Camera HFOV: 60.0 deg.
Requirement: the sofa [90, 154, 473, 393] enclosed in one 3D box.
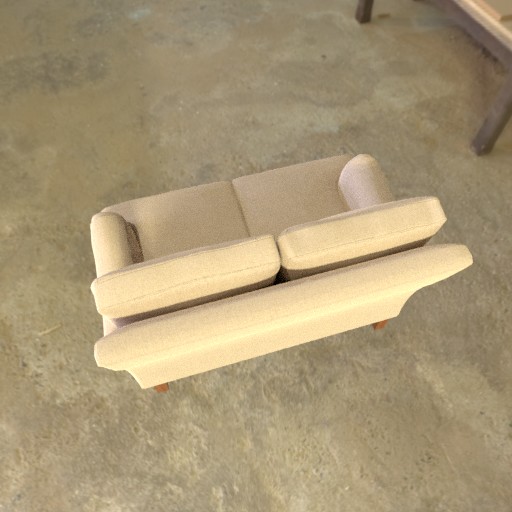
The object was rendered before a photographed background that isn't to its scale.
[{"bbox_3d":[0.000,0.000,2.235,1.508,1.048,1.087,-14,58,-9],"label":"sofa"}]
